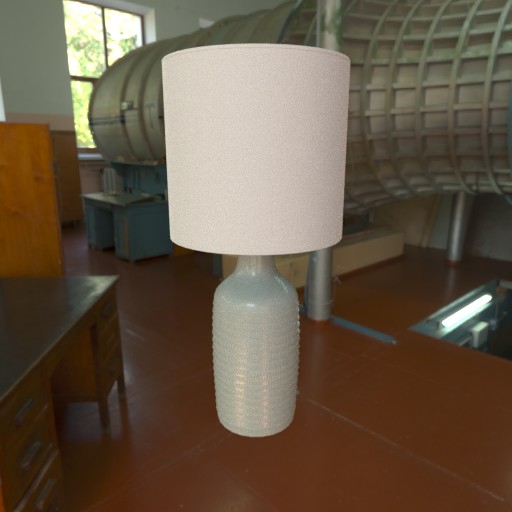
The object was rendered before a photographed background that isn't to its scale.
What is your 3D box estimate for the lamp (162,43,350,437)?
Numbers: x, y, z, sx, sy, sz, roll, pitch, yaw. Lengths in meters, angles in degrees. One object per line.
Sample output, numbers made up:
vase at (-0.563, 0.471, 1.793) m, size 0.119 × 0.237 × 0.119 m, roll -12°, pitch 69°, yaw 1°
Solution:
lamp at (0.000, 0.000, 0.588) m, size 0.220 × 0.475 × 0.220 m, roll -2°, pitch 15°, yaw -10°
